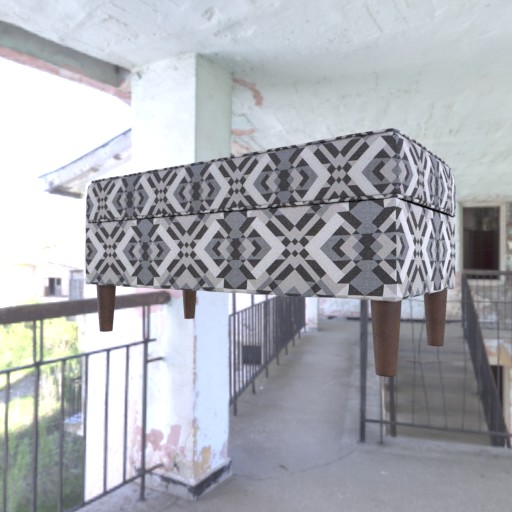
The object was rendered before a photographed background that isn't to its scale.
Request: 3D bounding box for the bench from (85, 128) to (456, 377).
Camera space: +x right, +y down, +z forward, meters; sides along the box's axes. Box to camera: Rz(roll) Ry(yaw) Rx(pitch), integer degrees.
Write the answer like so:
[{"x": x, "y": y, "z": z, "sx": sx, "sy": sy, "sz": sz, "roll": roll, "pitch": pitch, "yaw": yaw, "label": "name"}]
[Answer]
[{"x": 0.000, "y": 0.000, "z": 1.302, "sx": 1.016, "sy": 0.477, "sz": 0.492, "roll": 0, "pitch": -1, "yaw": 36, "label": "bench"}]
